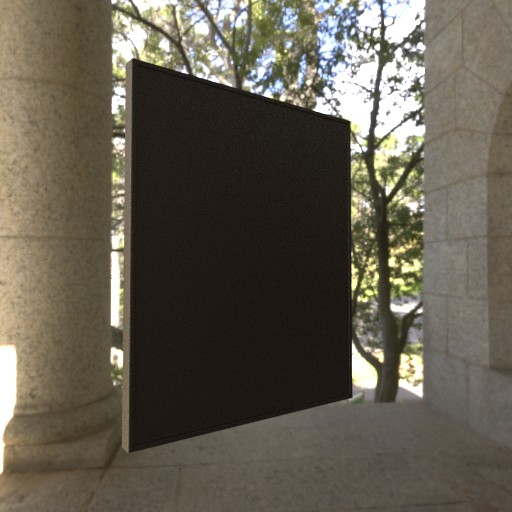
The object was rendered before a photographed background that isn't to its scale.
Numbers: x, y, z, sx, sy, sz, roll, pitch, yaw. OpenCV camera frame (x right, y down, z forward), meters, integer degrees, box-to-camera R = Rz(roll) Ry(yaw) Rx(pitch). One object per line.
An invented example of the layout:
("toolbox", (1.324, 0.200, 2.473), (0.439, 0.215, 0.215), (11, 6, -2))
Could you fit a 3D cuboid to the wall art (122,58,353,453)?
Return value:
("wall art", (0.000, 0.000, 0.759), (0.451, 0.551, 0.028), (1, -2, -36))
